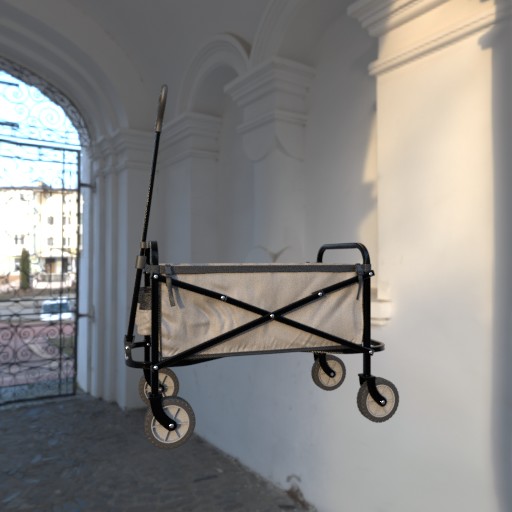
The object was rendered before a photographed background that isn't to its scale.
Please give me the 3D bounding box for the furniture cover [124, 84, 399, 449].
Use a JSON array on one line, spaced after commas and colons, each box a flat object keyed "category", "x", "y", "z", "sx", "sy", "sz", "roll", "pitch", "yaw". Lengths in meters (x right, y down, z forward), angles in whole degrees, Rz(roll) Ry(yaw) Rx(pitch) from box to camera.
[{"category": "furniture cover", "x": 0.000, "y": 0.000, "z": 1.815, "sx": 1.038, "sy": 1.295, "sz": 0.532, "roll": 0, "pitch": 0, "yaw": -17}]
